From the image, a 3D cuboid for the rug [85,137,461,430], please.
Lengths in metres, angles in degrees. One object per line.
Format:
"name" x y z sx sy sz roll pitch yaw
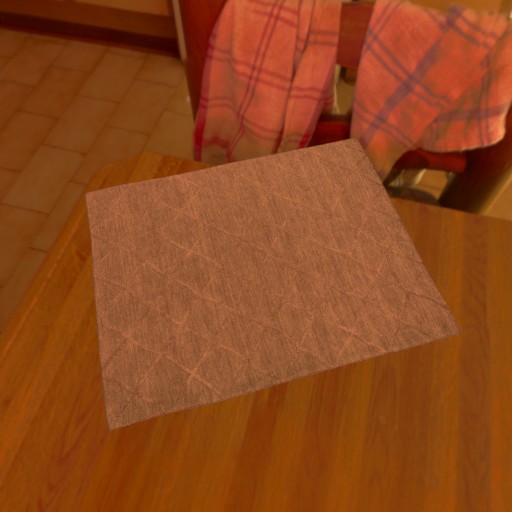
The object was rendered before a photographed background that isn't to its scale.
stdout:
"rug" 0.000 0.000 4.215 3.048 0.013 2.438 -13 60 -8
